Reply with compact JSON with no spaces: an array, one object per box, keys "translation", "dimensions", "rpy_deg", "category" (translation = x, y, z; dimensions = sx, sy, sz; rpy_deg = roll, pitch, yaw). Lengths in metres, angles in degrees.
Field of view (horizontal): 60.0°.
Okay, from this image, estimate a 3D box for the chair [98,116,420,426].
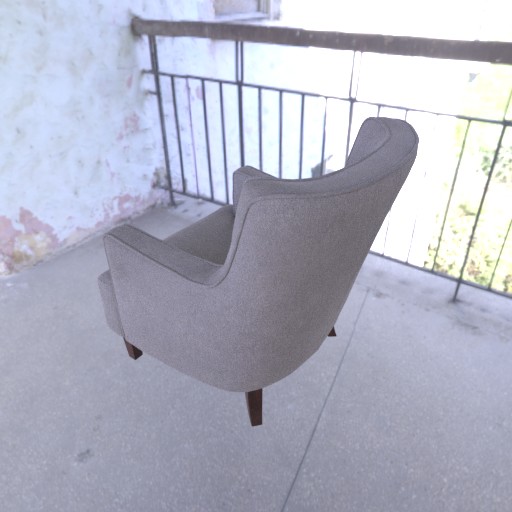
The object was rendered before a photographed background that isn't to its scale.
[{"translation":[0.000,0.000,1.570],"dimensions":[0.910,0.919,0.781],"rpy_deg":[21,38,30],"category":"chair"}]
